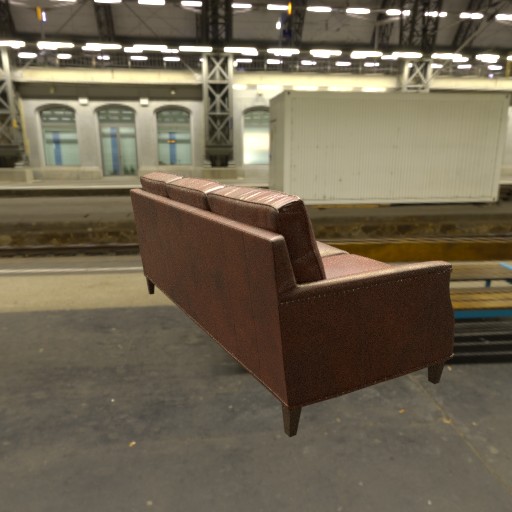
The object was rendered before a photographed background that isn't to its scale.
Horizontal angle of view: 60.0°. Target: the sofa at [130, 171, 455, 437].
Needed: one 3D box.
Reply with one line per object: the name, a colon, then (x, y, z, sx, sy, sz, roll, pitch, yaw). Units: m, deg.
sofa: (0.000, 0.000, 2.851, 1.084, 1.003, 2.240, -8, 16, -28)
